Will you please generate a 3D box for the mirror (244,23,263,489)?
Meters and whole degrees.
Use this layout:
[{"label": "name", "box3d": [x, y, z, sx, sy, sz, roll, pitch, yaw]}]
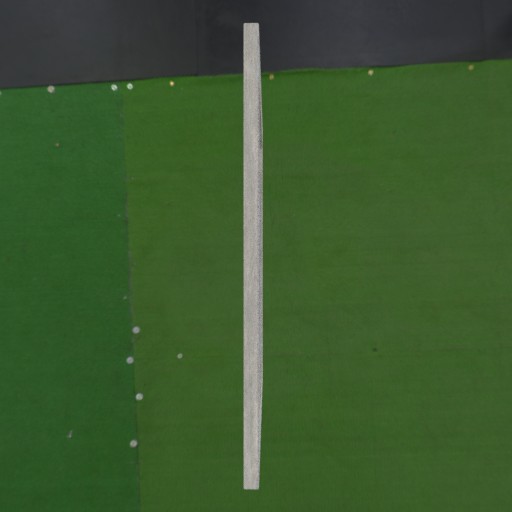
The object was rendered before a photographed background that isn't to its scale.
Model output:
[{"label": "mirror", "box3d": [0.000, 0.000, 1.139, 0.028, 0.689, 0.839, 0, 90, 1]}]
